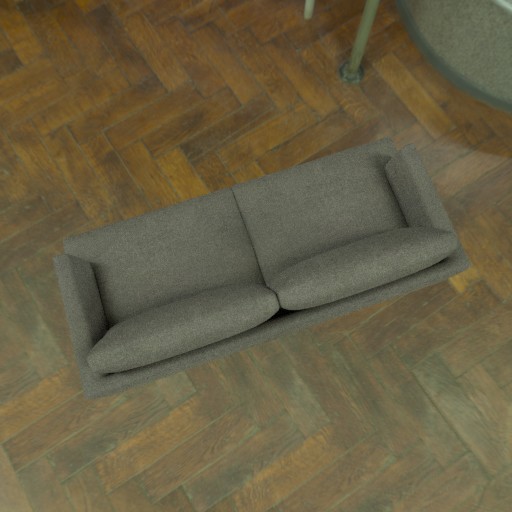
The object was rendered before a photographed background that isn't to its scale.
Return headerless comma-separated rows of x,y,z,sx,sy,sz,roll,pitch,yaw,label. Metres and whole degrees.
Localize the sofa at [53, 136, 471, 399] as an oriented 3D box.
0.000,0.000,2.738,2.250,0.868,1.020,-18,77,-5,sofa
